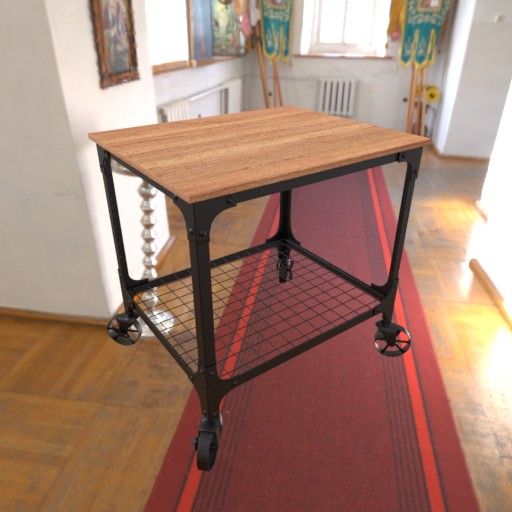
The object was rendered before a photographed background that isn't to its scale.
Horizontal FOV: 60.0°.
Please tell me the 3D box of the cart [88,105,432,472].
[{"bbox_3d":[0.000,0.000,1.121,0.666,0.603,0.558,-19,34,-31],"label":"cart"}]
